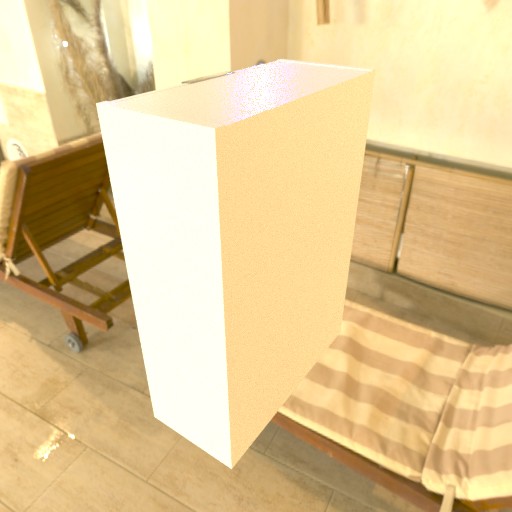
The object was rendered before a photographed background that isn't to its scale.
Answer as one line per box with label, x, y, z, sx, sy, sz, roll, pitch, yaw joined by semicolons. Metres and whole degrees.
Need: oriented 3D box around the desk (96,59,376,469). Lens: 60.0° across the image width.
desk;0.000;0.000;1.607;0.390;1.190;0.850;20;37;29
